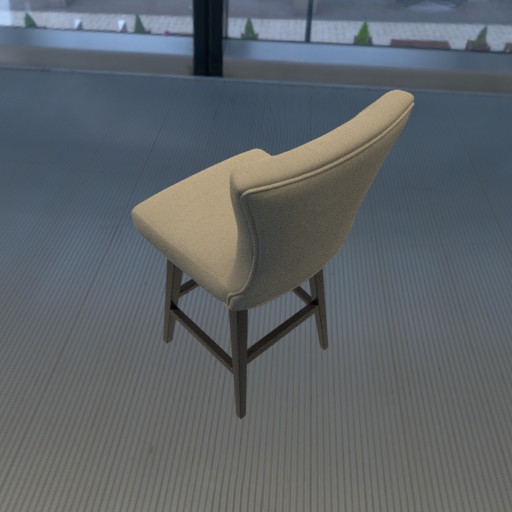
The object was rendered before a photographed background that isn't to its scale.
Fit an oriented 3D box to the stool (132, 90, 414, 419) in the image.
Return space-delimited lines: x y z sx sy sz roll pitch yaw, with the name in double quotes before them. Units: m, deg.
"stool" 0.000 0.000 1.376 0.514 1.086 0.574 -32 54 -27
